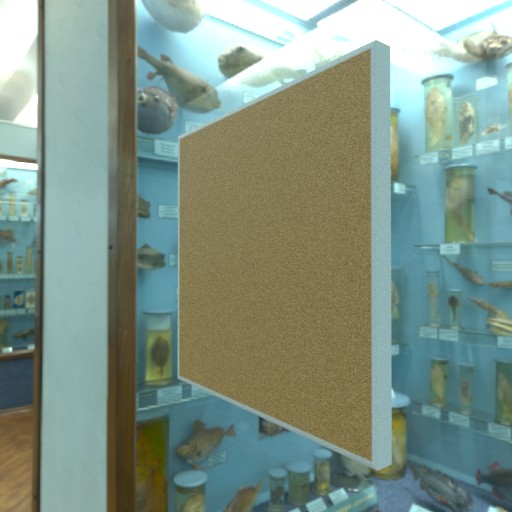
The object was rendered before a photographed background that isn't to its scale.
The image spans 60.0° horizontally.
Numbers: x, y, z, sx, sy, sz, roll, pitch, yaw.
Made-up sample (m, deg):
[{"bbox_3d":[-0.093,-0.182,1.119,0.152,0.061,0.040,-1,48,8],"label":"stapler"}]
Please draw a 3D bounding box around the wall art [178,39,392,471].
[{"bbox_3d":[0.000,0.000,1.104,0.041,0.765,0.768,0,-1,-37],"label":"wall art"}]
